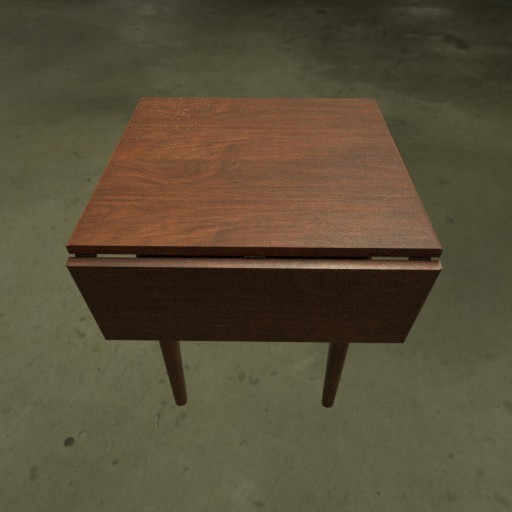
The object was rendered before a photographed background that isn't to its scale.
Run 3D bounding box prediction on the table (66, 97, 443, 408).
[{"bbox_3d":[0.000,0.000,1.497,0.812,0.763,0.843,1,42,1],"label":"table"}]
